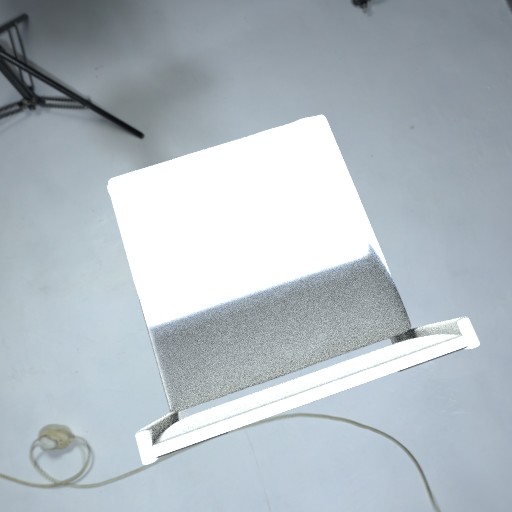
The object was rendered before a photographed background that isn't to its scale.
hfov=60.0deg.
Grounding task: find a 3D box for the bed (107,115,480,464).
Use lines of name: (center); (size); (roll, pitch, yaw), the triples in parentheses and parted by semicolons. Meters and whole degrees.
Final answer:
bed: (0.000, 0.000, 3.589); (2.140, 1.470, 2.280); (-18, 77, -4)
